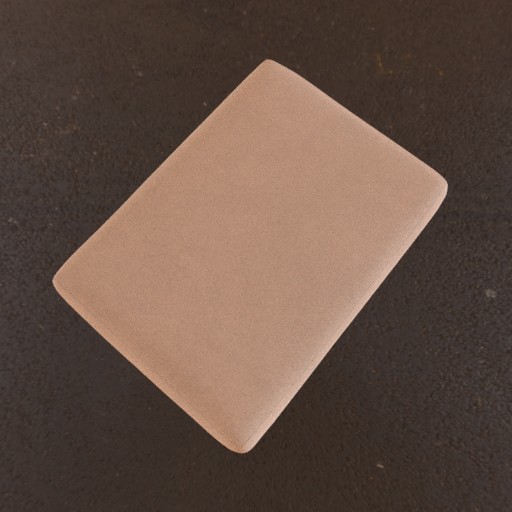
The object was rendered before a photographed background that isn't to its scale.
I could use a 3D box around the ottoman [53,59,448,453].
[{"bbox_3d":[0.000,0.000,1.174,0.569,0.499,0.773,39,78,10],"label":"ottoman"}]
